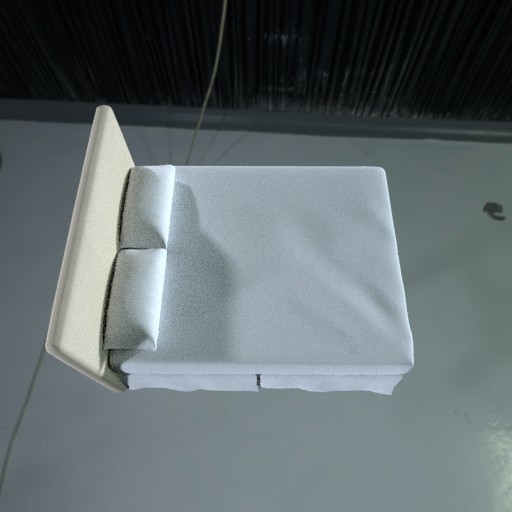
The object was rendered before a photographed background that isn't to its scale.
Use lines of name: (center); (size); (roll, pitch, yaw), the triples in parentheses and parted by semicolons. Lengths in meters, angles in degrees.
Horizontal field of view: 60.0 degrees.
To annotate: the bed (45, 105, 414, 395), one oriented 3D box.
bed: (0.000, 0.000, 3.152); (2.142, 1.330, 1.723); (0, 64, 0)
